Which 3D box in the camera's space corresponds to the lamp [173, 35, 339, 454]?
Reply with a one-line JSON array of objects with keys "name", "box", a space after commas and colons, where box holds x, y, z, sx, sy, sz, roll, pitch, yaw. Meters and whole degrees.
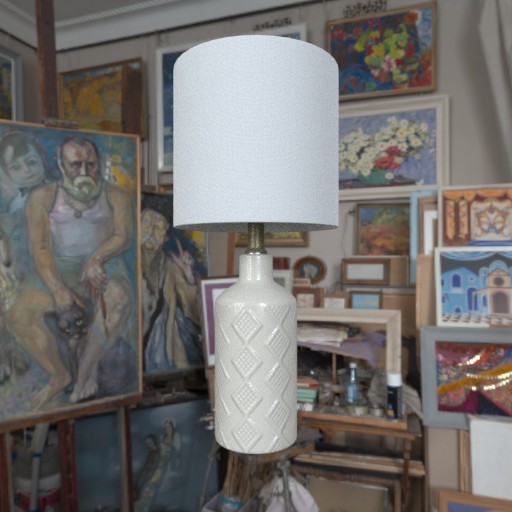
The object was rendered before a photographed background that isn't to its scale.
[{"name": "lamp", "box": [0.000, 0.000, 0.565, 0.207, 0.461, 0.207, 0, 0, -18]}]
